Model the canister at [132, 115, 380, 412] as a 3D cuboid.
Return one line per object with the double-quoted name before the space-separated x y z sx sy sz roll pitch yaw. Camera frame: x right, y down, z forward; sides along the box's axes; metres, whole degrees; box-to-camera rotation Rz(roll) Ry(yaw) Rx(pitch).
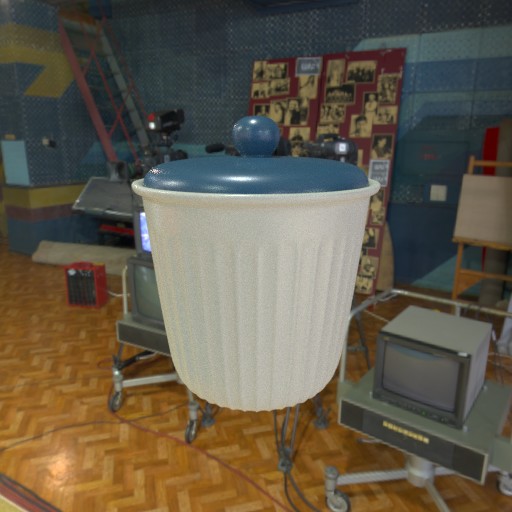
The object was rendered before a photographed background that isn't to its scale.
"canister" 0.000 0.000 0.349 0.181 0.211 0.181 0 15 0
